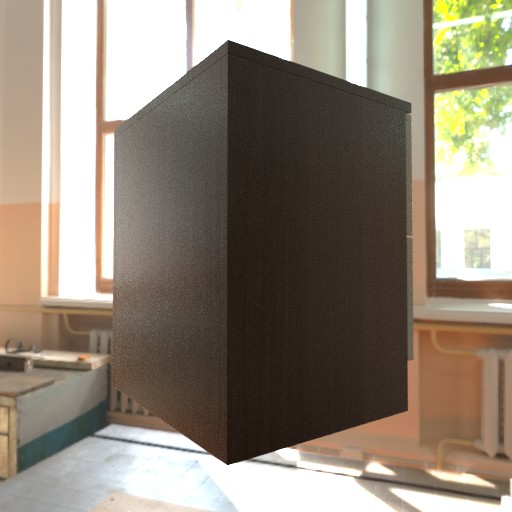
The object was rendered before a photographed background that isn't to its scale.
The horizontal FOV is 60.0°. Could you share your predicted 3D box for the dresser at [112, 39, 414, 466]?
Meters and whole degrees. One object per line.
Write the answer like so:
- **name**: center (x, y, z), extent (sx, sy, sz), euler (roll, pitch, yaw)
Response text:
- **dresser**: center (0.000, 0.000, 0.755), extent (0.360, 0.470, 0.400), euler (1, -2, -35)
